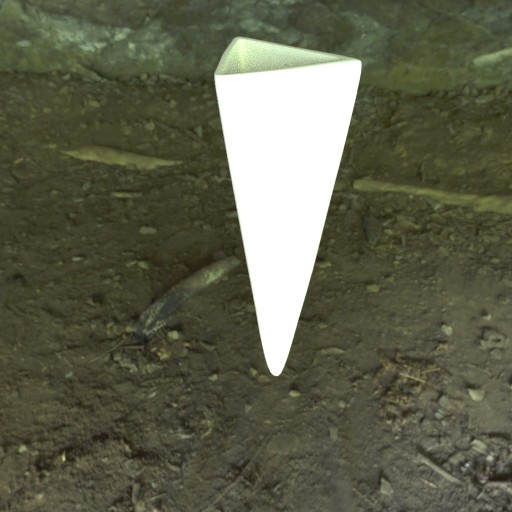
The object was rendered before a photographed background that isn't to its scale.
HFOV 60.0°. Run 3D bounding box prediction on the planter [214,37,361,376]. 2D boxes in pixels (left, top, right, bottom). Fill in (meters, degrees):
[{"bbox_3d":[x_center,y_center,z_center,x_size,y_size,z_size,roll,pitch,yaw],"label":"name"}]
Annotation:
[{"bbox_3d":[0.000,0.000,0.397,0.065,0.338,0.143,-20,38,-28],"label":"planter"}]
